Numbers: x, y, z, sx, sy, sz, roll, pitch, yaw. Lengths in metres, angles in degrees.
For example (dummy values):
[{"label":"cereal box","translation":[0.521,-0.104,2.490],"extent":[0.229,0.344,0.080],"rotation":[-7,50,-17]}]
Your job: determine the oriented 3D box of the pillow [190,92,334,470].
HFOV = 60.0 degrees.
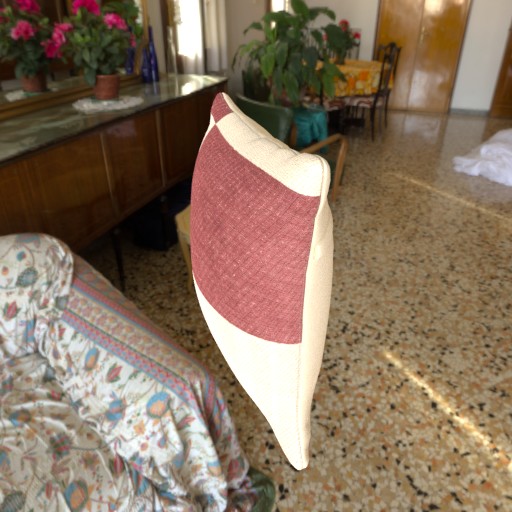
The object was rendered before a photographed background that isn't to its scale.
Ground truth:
[{"label":"pillow","translation":[0.000,0.000,0.808],"extent":[0.229,0.506,0.536],"rotation":[-8,31,-14]}]
